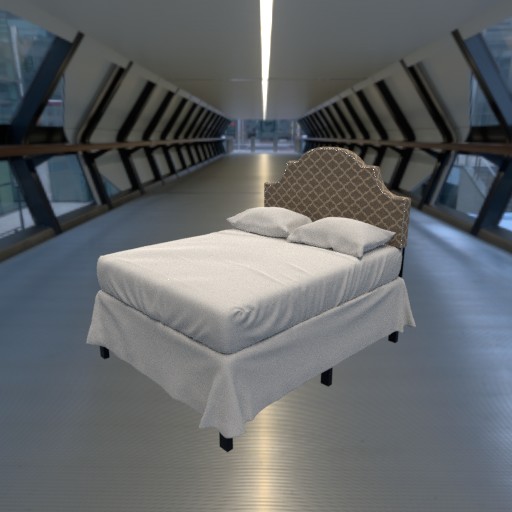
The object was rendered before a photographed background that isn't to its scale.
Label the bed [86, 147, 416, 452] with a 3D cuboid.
[{"bbox_3d":[0.000,0.000,3.520,2.222,1.633,1.780,-15,22,-42],"label":"bed"}]
